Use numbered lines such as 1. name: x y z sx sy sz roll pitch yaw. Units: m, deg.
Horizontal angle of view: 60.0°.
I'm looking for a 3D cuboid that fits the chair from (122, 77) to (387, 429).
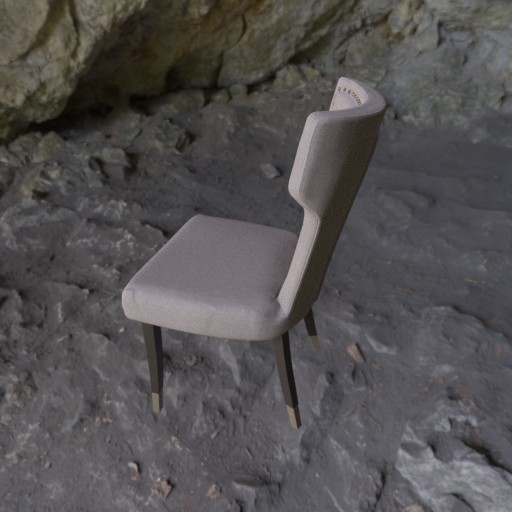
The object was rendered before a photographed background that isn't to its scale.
1. chair: 0.000 0.000 1.325 0.630 0.955 0.526 9 31 14
